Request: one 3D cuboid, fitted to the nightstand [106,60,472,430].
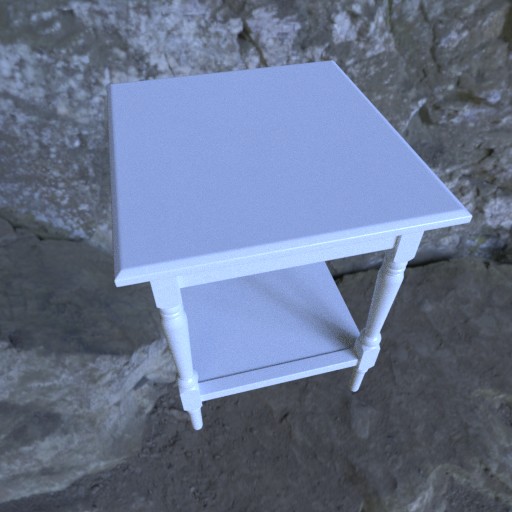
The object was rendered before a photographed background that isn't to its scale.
[{"bbox_3d":[0.000,0.000,0.907,0.459,0.555,0.505,-10,47,-10],"label":"nightstand"}]
